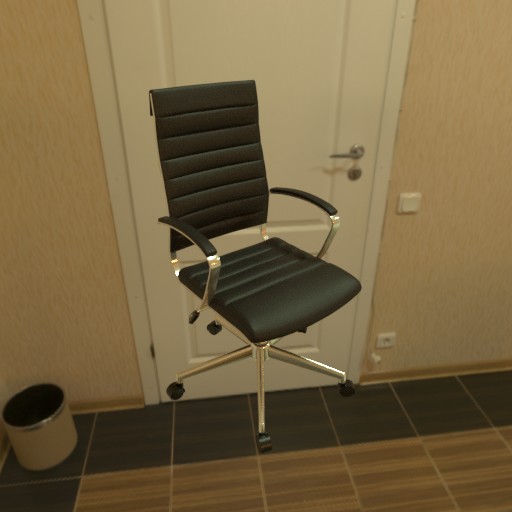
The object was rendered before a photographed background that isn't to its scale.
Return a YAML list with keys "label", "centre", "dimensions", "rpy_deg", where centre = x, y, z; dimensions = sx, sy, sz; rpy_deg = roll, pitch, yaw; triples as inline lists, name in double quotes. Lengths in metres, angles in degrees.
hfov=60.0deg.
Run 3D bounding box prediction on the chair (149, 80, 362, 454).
- label: "chair"
  centre: [0.000, 0.000, 1.668]
  dimensions: [0.766, 1.149, 0.739]
  rpy_deg: [-20, 34, -32]
